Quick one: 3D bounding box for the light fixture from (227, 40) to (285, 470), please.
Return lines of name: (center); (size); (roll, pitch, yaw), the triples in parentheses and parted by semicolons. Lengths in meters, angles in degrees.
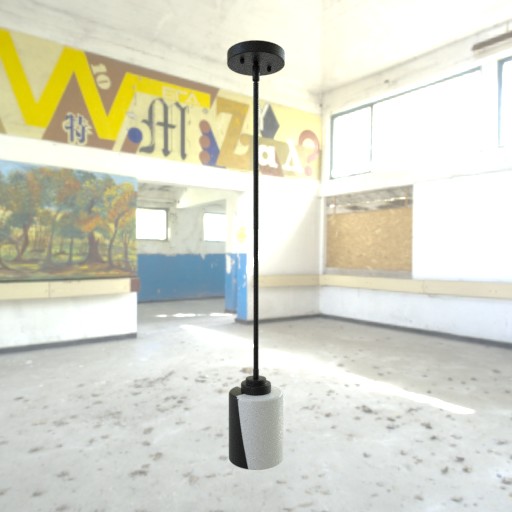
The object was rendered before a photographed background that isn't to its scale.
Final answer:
light fixture: (0.000, 0.000, 0.950); (0.123, 0.863, 0.123); (0, 0, -36)
